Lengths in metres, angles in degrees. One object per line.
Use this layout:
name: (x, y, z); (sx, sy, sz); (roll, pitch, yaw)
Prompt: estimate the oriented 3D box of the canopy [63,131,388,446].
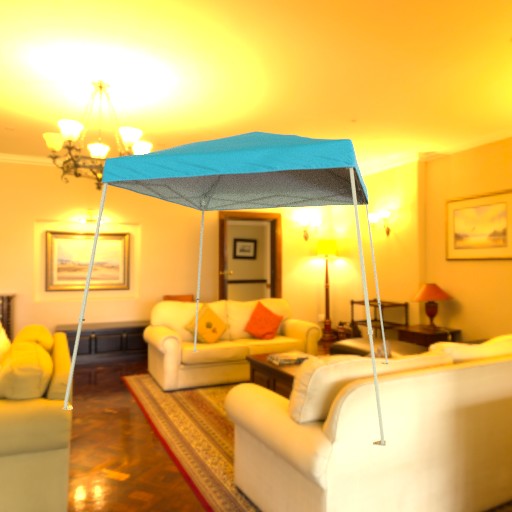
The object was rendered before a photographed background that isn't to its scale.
canopy: (0.000, 0.000, 5.046); (2.850, 2.850, 2.849); (0, -1, 17)
